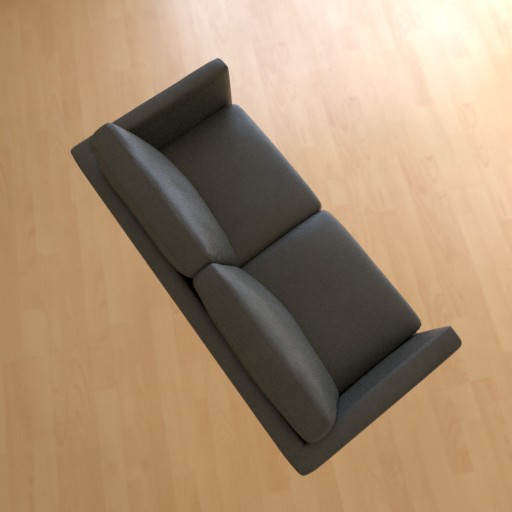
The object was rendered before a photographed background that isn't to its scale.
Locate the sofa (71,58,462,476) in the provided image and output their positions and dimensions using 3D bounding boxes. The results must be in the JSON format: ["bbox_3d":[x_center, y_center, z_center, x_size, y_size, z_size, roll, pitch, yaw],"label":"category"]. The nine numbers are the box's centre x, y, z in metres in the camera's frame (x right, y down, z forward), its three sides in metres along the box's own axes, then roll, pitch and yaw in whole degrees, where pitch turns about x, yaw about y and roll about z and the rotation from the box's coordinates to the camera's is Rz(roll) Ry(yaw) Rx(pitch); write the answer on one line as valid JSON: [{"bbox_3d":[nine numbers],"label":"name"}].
[{"bbox_3d":[0.000,0.000,2.350,0.951,0.933,1.883,-36,78,-9],"label":"sofa"}]
